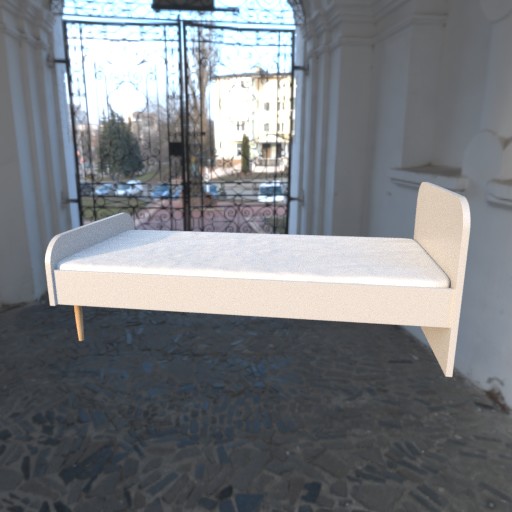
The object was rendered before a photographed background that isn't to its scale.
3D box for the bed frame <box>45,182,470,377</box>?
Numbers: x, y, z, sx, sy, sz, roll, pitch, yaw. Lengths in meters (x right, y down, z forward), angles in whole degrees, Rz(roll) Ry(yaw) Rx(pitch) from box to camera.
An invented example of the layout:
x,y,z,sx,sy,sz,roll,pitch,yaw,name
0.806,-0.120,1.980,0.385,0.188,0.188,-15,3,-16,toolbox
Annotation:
x,y,z,sx,sy,sz,roll,pitch,yaw,name
0.000,0.000,2.539,1.963,0.805,0.998,2,15,9,bed frame
